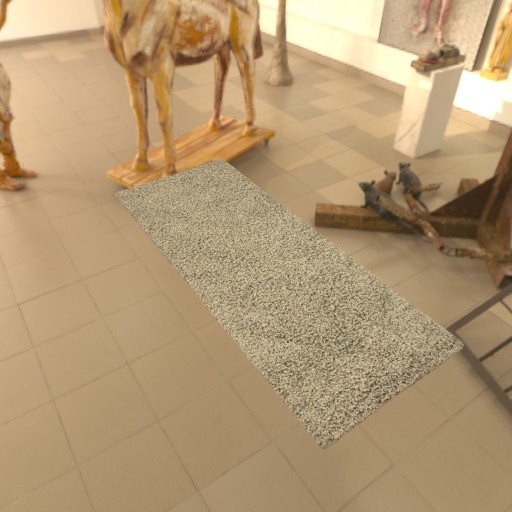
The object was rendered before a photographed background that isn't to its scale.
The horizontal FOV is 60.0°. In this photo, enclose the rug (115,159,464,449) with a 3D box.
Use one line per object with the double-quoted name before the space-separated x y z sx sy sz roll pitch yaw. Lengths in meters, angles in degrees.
"rug" 0.000 0.000 1.794 0.609 0.030 1.524 -24 46 -26
